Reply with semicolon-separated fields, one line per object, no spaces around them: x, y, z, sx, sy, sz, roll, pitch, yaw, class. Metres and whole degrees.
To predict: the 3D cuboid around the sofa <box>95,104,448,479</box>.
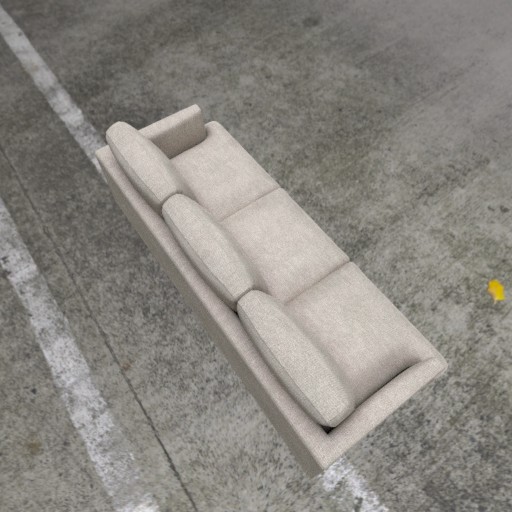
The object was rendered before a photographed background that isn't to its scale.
0.000;0.000;2.611;0.903;0.930;2.246;-32;64;-17;sofa
